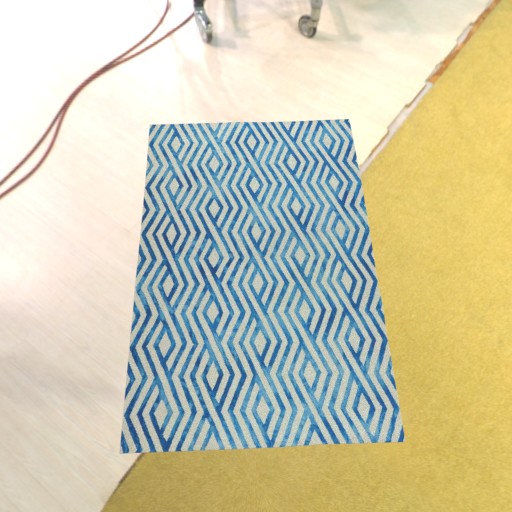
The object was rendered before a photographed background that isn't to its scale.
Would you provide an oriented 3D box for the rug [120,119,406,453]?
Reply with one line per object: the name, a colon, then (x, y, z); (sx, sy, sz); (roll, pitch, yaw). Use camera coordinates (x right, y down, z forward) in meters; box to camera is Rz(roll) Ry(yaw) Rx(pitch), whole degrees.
rug: (0.000, 0.000, 2.297); (1.225, 0.008, 1.830); (-2, 63, -1)
